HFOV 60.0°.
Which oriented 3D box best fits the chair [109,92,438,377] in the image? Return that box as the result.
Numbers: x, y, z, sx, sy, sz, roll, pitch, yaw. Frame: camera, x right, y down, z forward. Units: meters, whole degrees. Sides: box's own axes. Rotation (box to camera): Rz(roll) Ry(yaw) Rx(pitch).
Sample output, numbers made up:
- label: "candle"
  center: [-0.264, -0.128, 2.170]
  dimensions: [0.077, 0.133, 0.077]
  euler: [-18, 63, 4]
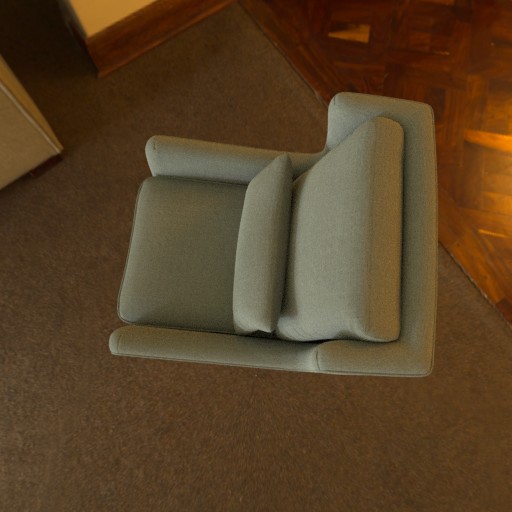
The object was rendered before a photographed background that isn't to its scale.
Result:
- label: "chair"
  center: [0.000, 0.000, 1.744]
  dimensions: [1.040, 1.056, 0.866]
  euler: [6, 75, 2]
